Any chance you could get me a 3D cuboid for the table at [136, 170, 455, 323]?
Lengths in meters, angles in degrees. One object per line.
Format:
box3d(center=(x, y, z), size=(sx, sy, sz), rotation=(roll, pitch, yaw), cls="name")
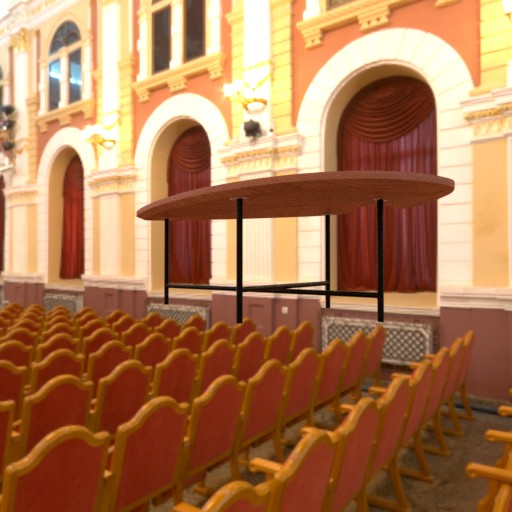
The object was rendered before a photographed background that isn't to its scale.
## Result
box3d(center=(0.000, 0.000, 1.436), size=(1.199, 0.360, 0.598), rotation=(-1, -1, 37), cls="table")
